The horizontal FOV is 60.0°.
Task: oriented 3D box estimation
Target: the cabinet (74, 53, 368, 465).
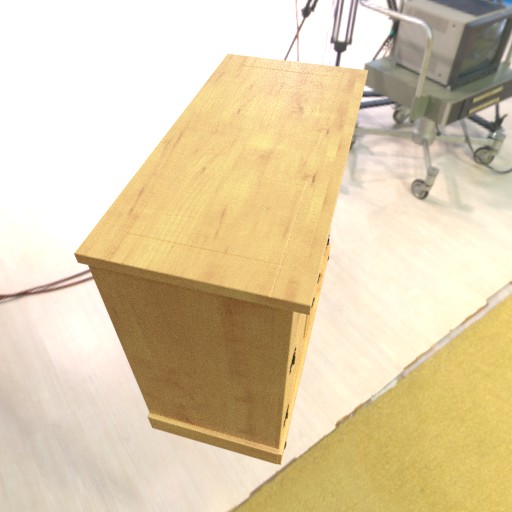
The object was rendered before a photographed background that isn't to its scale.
[{"bbox_3d":[0.000,0.000,1.397,0.450,0.840,0.920,12,48,11],"label":"cabinet"}]
